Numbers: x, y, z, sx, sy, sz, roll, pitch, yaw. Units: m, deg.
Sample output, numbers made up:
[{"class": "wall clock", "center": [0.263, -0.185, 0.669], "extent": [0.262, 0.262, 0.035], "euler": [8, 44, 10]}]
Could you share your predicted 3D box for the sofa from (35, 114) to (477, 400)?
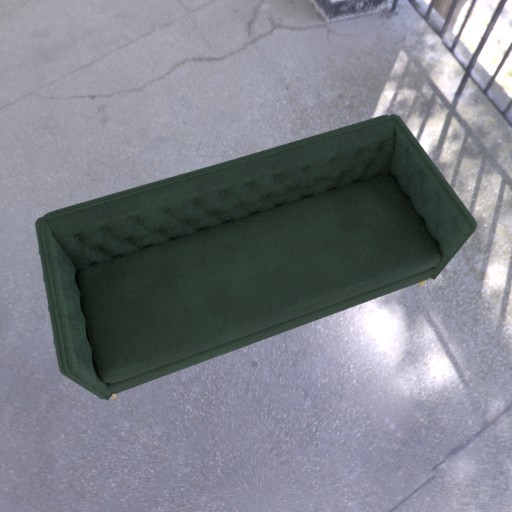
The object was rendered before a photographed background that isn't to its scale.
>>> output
[{"class": "sofa", "center": [0.000, 0.000, 2.631], "extent": [2.209, 0.771, 0.895], "euler": [-18, 63, -10]}]
